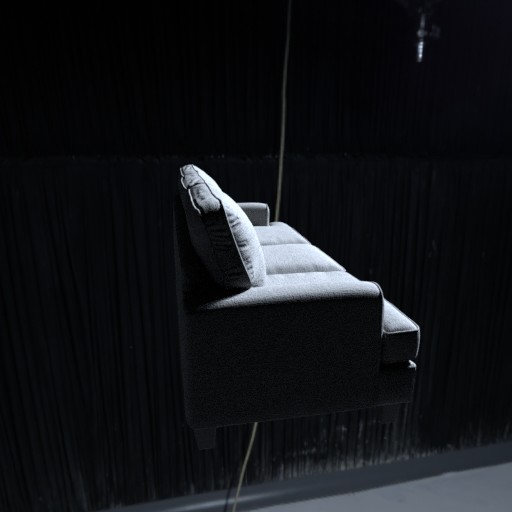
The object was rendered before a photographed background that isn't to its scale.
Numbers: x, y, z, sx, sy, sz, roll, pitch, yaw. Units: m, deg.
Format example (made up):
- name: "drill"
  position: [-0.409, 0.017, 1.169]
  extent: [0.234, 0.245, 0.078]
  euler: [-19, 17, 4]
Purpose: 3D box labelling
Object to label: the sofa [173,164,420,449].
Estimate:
- name: "sofa"
  position: [0.000, 0.000, 2.651]
  extent: [0.951, 0.965, 2.158]
  euler: [-3, 16, -11]
